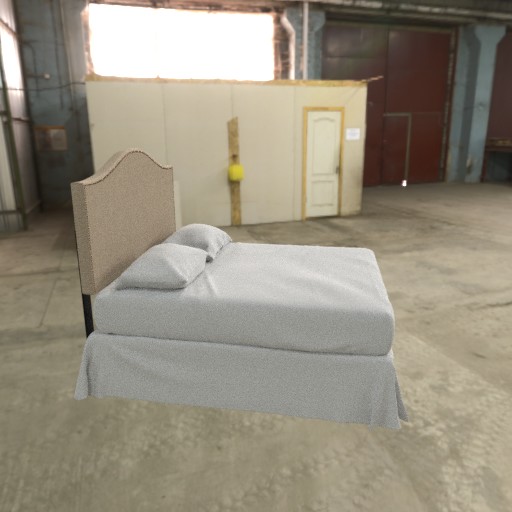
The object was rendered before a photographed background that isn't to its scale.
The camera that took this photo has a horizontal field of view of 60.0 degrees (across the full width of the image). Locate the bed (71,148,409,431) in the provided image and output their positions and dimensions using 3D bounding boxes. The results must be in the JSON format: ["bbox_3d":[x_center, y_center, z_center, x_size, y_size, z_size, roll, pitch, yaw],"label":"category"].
[{"bbox_3d":[0.000,0.000,3.502,2.221,1.645,1.876,3,16,10],"label":"bed"}]
